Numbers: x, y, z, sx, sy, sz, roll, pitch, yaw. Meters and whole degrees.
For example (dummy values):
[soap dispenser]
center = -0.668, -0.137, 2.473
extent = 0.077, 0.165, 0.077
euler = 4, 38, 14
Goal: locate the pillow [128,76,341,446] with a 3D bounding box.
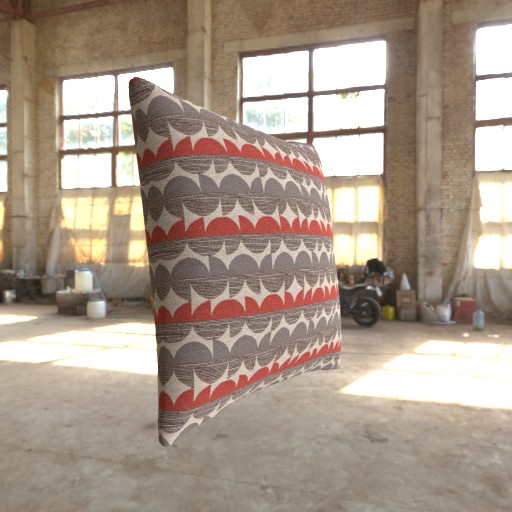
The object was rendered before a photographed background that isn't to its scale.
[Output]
[pillow]
center = 0.000, 0.000, 0.646
extent = 0.180, 0.410, 0.420
euler = 1, 1, 36
